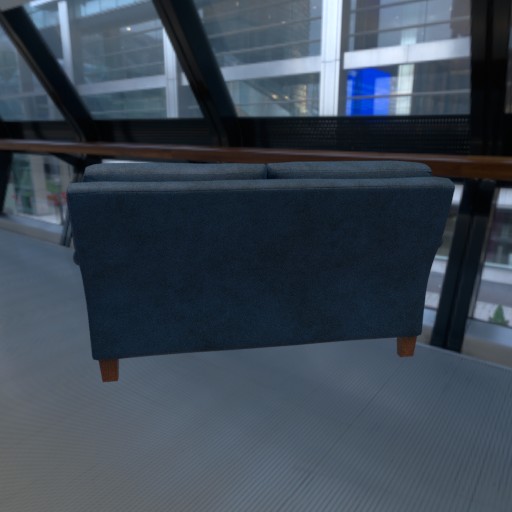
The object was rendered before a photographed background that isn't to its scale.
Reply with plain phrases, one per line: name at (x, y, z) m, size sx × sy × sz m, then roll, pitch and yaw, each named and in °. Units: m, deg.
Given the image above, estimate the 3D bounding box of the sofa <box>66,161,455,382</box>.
sofa at (0.000, 0.000, 2.590) m, size 1.853 × 1.101 × 1.084 m, roll -2°, pitch 15°, yaw -9°
